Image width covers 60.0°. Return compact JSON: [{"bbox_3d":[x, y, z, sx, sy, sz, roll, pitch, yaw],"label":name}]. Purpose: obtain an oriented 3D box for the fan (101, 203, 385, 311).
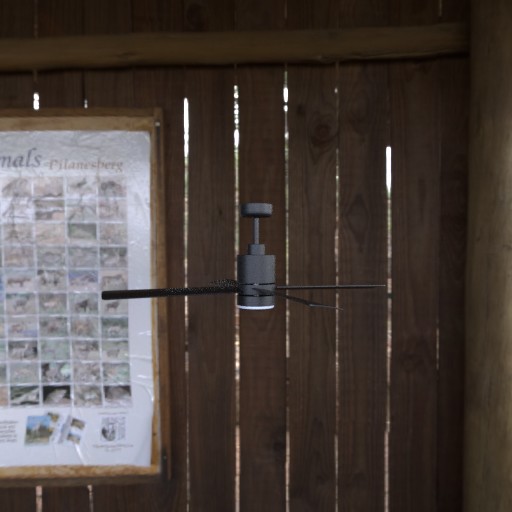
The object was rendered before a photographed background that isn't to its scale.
[{"bbox_3d":[0.000,0.000,2.314,1.525,0.534,1.525,0,1,-19],"label":"fan"}]
